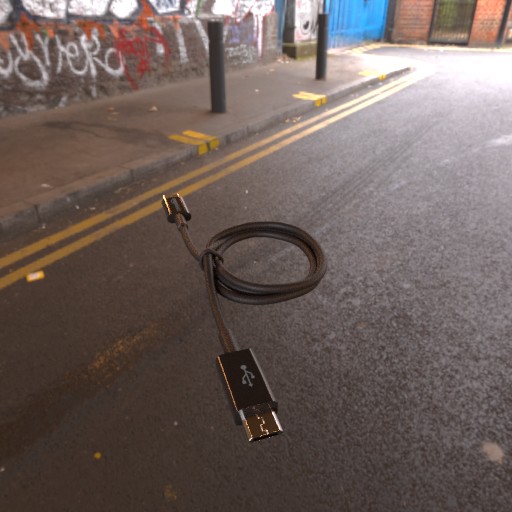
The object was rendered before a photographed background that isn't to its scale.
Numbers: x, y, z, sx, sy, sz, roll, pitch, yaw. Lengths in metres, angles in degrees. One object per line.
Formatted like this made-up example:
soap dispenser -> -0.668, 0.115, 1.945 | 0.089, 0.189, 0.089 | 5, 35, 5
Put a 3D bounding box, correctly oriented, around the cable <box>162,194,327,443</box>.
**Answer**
cable -> 0.000, 0.000, 0.214 | 0.070, 0.014, 0.192 | -9, 31, -15
